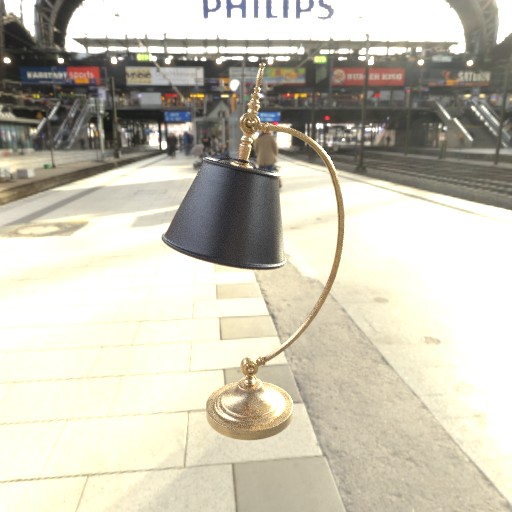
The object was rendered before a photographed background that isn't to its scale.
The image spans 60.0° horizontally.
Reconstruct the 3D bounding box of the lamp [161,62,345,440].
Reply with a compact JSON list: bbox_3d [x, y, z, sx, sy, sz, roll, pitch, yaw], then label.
[{"bbox_3d":[0.000,0.000,0.834,0.344,0.675,0.235,-2,15,-8],"label":"lamp"}]
